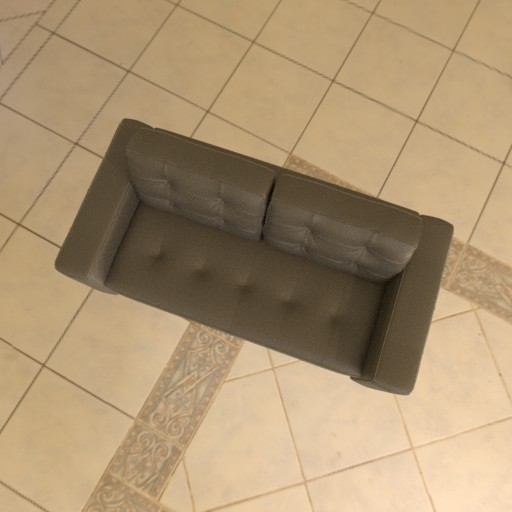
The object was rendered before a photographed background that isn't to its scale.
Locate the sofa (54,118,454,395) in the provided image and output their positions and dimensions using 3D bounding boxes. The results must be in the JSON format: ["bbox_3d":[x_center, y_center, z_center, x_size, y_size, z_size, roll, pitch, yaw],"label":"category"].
[{"bbox_3d":[0.000,0.000,2.223,1.726,0.892,0.833,19,77,4],"label":"sofa"}]
